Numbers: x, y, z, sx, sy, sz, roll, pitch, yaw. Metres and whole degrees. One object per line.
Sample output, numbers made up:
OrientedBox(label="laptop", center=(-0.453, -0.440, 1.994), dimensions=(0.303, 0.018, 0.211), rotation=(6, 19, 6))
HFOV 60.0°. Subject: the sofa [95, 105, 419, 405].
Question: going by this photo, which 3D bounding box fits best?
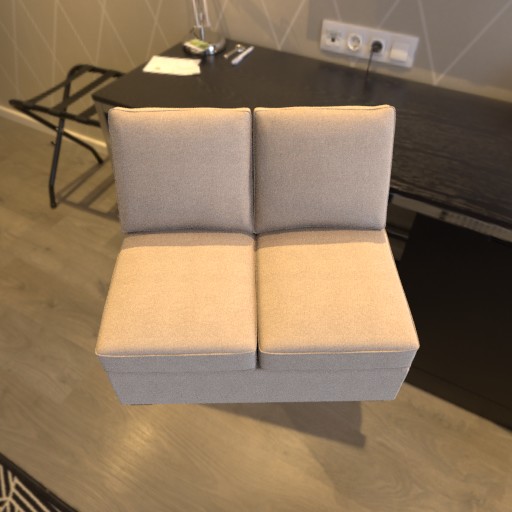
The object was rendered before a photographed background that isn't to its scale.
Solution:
OrientedBox(label="sofa", center=(0.000, 0.000, 1.940), dimensions=(1.232, 1.006, 0.978), rotation=(-1, 46, -1))
